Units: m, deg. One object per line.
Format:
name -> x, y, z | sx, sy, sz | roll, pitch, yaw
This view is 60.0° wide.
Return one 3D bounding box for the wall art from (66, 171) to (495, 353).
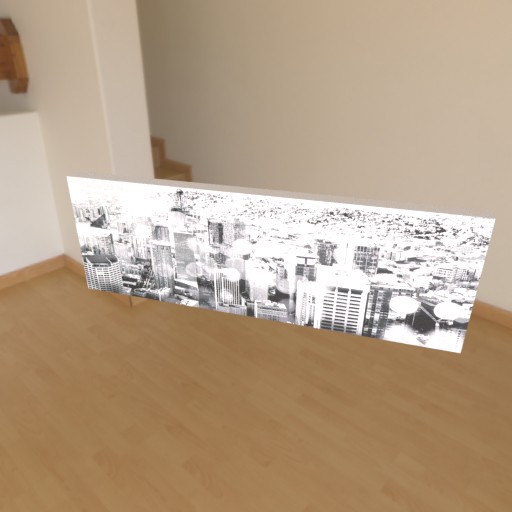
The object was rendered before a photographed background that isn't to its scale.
wall art -> 0.000, 0.000, 0.837 | 0.763, 0.255, 0.038 | 8, 28, 15
